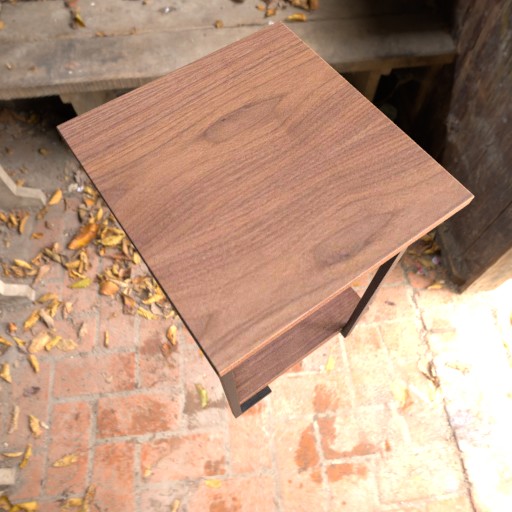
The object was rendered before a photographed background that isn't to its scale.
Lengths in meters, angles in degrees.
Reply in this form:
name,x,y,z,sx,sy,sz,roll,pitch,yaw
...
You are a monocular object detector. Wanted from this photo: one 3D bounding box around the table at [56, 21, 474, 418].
name,x,y,z,sx,sy,sz,roll,pitch,yaw
table,0.000,0.000,0.836,0.384,0.567,0.411,-32,68,-15
